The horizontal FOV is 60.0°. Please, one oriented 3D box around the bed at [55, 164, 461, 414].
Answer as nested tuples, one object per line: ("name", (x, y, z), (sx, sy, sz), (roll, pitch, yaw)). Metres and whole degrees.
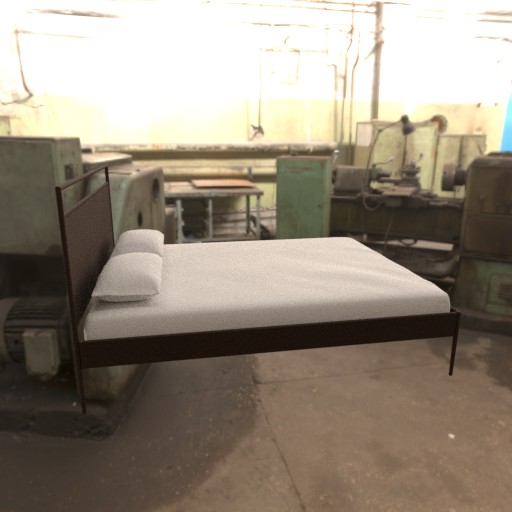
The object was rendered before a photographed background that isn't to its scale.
("bed", (0.000, 0.000, 3.064), (2.122, 1.173, 1.572), (-3, 16, -10))
